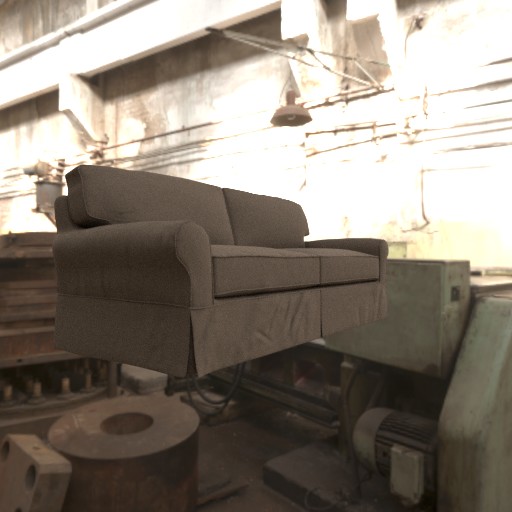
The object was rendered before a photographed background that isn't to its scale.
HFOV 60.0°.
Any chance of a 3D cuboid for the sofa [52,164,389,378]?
[{"bbox_3d":[0.000,0.000,2.801,0.991,0.943,2.248,0,0,36],"label":"sofa"}]
